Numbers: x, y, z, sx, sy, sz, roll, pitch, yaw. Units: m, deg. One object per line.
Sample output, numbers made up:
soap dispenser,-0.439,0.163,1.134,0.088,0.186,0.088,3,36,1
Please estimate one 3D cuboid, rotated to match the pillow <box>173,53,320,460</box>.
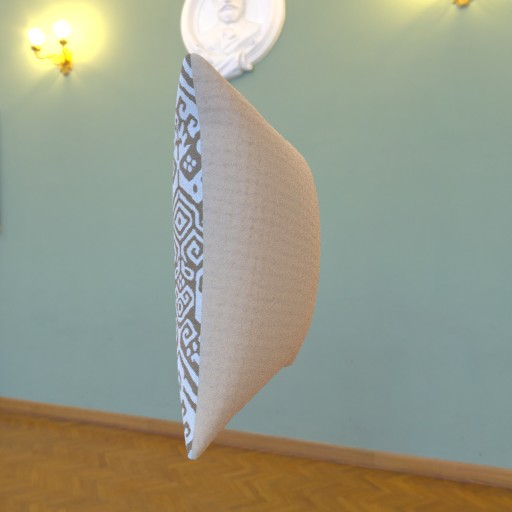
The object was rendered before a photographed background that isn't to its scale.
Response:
pillow,0.000,0.000,0.638,0.173,0.407,0.419,0,0,18
